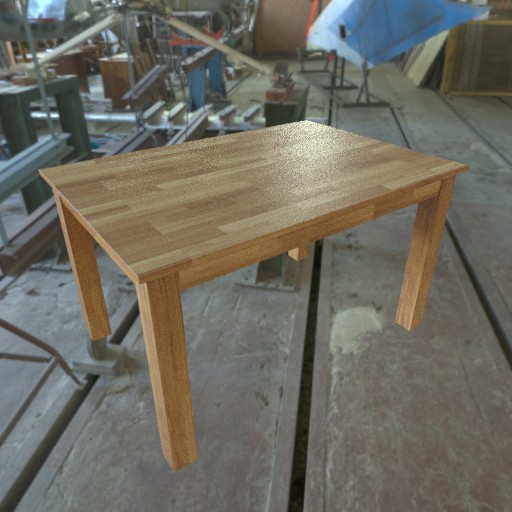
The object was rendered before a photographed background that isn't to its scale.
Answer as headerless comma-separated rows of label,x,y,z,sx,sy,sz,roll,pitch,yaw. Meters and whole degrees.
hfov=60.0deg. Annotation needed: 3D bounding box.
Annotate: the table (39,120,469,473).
table,0.000,0.000,1.815,1.300,0.750,0.900,-20,35,-31
